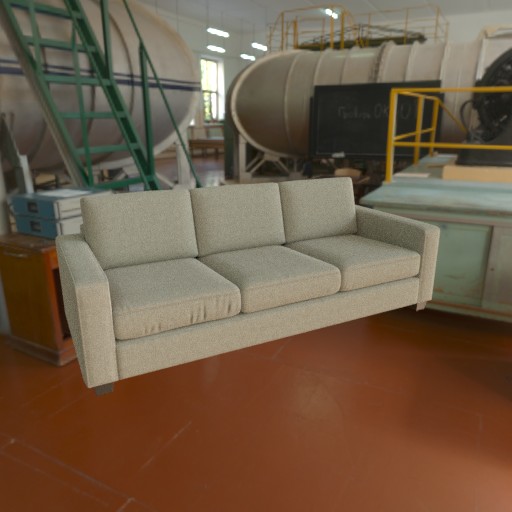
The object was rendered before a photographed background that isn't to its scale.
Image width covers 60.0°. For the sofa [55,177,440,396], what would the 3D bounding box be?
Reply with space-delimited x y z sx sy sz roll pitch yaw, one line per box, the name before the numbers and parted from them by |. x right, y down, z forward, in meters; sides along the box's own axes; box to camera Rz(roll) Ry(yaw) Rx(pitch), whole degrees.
sofa | 0.000 0.000 2.702 2.160 0.800 0.900 -9 19 -26
